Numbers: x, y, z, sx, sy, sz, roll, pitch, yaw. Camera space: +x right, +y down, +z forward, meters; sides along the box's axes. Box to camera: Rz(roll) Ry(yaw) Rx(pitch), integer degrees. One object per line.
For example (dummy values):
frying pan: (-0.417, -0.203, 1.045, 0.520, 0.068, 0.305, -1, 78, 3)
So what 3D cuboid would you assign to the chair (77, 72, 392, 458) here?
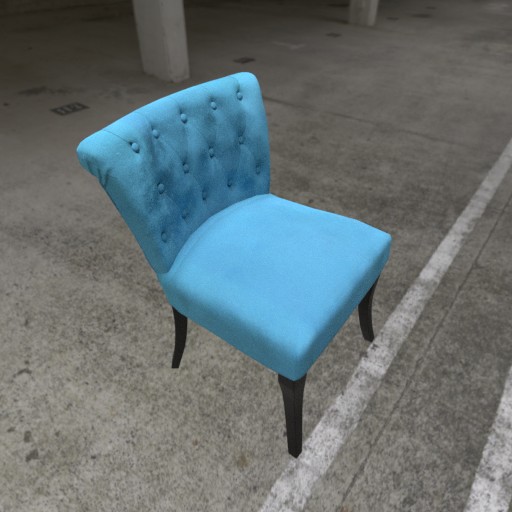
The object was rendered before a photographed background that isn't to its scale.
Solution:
chair: (0.000, 0.000, 1.193, 0.605, 0.750, 0.582, 24, 45, 27)
